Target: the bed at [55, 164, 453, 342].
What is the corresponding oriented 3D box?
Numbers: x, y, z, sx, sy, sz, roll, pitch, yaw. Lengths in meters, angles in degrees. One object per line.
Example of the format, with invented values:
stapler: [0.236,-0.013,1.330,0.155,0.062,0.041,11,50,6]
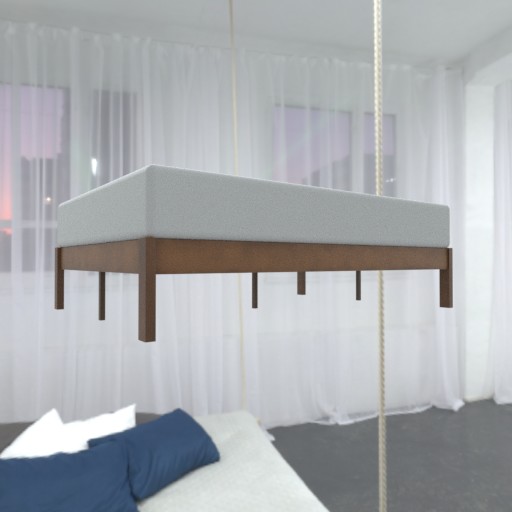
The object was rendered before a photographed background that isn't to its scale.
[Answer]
bed: [0.000,0.000,2.620,1.927,0.616,1.348,1,-1,-36]
